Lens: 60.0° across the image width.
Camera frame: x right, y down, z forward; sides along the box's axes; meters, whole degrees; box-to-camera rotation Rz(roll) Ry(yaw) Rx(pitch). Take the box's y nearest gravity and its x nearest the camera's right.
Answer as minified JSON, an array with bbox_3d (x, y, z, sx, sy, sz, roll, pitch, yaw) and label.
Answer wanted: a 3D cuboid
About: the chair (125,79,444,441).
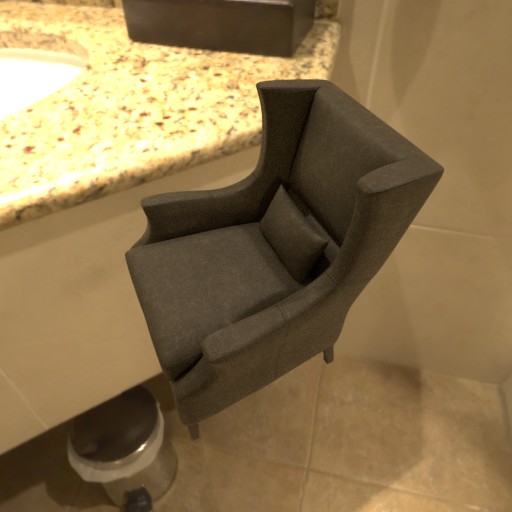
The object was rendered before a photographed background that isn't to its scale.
[{"bbox_3d":[0.000,0.000,1.709,0.926,1.016,0.853,-17,48,-17],"label":"chair"}]
